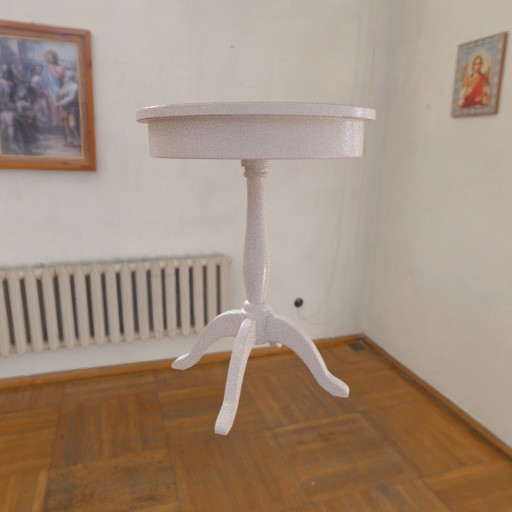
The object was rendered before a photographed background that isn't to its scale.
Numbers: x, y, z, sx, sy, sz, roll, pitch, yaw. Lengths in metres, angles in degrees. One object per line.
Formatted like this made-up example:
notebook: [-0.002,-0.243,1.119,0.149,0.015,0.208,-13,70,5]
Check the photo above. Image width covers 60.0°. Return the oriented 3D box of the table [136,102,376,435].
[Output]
table: [0.000,0.000,1.056,0.513,0.653,0.513,0,14,0]
